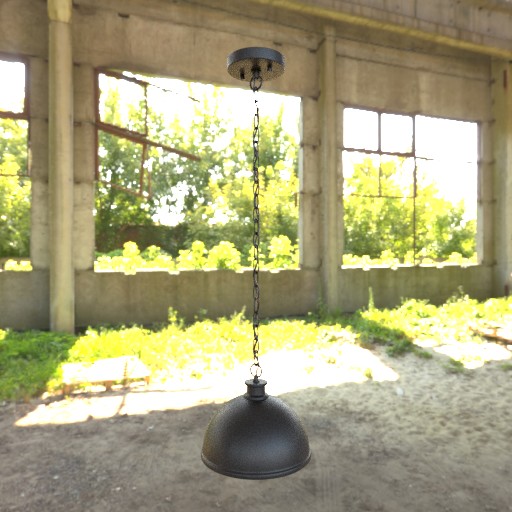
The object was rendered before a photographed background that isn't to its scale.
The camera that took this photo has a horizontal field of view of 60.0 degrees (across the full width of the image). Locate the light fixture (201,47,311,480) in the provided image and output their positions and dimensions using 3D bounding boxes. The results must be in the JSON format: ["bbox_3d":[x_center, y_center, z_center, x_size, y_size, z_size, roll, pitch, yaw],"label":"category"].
[{"bbox_3d":[0.000,0.000,1.231,0.304,1.090,0.304,0,0,35],"label":"light fixture"}]
